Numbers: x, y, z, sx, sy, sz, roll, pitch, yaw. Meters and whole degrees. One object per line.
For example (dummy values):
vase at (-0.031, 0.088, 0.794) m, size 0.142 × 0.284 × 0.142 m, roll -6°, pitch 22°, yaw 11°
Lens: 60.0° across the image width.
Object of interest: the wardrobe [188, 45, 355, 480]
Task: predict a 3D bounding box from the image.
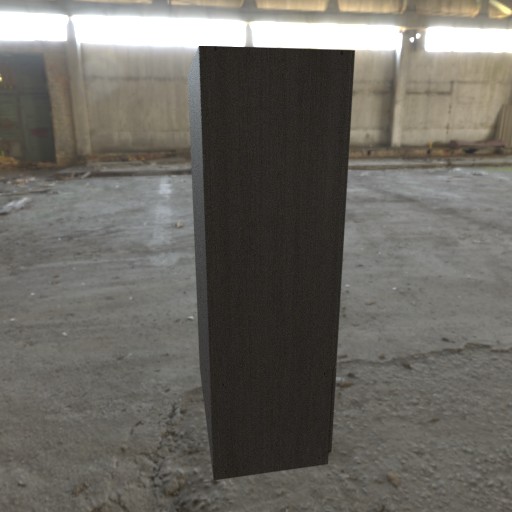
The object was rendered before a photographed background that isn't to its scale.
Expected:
wardrobe at (0.000, 0.000, 2.270) m, size 0.577 × 1.808 × 0.991 m, roll -3°, pitch 17°, yaw -10°
